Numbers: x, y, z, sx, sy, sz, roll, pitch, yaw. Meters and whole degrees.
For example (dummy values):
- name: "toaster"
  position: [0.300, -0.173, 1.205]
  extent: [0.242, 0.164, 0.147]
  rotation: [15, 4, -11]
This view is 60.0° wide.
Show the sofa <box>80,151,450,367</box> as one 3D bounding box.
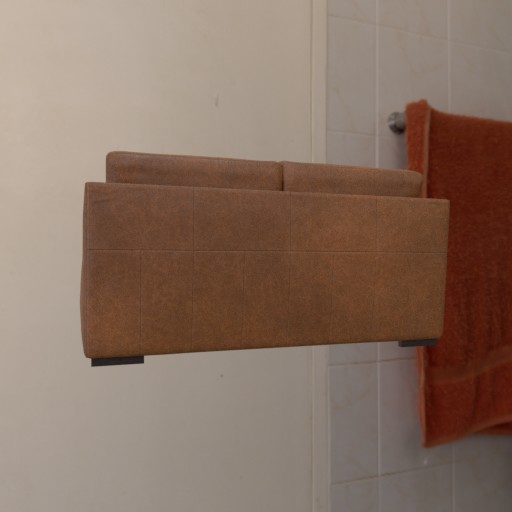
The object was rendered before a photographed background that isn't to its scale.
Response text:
- name: "sofa"
  position: [0.000, 0.000, 2.598]
  extent: [1.880, 0.966, 1.144]
  rotation: [0, -1, -17]
